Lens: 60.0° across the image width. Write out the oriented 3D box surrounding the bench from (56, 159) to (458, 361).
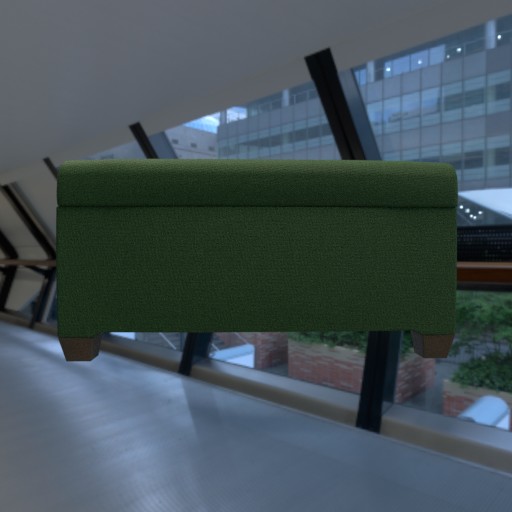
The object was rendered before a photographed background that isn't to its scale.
[{"bbox_3d":[0.000,0.000,1.287,0.989,0.501,0.505,0,1,-2],"label":"bench"}]
